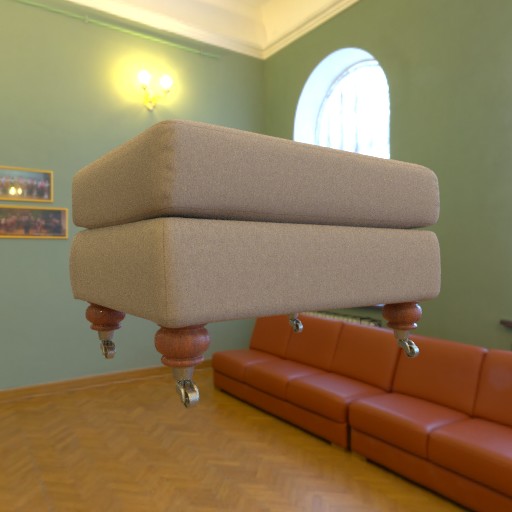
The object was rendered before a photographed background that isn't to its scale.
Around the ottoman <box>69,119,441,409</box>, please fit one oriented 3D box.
[{"bbox_3d":[0.000,0.000,1.107,0.773,0.497,0.574,0,0,-36],"label":"ottoman"}]
